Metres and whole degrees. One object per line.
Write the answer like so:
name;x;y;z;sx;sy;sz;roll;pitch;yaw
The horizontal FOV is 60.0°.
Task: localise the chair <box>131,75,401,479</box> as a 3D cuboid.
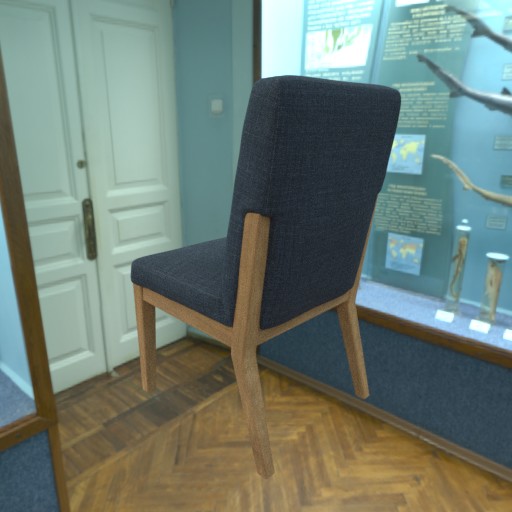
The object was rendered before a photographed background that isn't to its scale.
chair;0.000;0.000;1.274;0.586;0.911;0.507;16;23;42
